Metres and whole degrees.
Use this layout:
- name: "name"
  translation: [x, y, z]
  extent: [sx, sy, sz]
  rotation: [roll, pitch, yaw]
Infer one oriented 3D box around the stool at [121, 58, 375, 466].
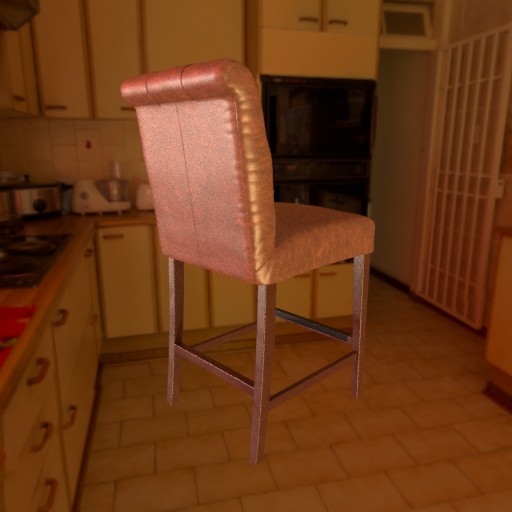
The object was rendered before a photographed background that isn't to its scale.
- name: "stool"
  translation: [0.000, 0.000, 1.446]
  extent: [0.660, 1.084, 0.486]
  rotation: [-13, 19, -42]
